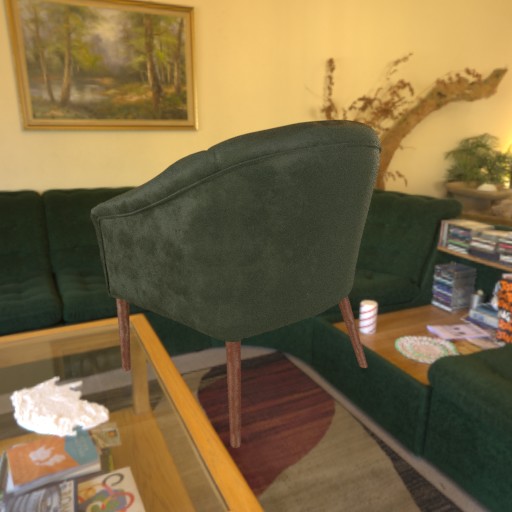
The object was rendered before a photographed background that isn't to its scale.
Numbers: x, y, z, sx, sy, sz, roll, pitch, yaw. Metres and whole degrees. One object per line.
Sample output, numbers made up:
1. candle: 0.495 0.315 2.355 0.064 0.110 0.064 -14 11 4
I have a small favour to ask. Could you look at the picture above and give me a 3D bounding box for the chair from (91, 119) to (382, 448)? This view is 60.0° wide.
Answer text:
1. chair: 0.000 0.000 1.529 0.851 0.885 0.776 -14 21 -41
